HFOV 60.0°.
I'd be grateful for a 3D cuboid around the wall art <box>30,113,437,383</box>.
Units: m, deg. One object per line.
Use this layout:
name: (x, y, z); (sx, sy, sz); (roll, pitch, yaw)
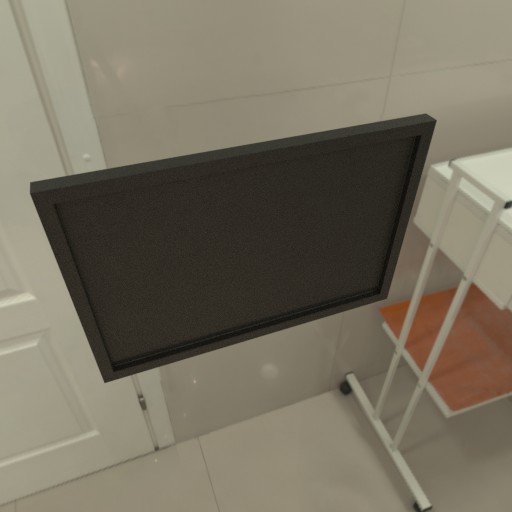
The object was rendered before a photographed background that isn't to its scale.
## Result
wall art: (0.000, 0.000, 0.564); (0.443, 0.301, 0.021); (-14, 43, -15)
